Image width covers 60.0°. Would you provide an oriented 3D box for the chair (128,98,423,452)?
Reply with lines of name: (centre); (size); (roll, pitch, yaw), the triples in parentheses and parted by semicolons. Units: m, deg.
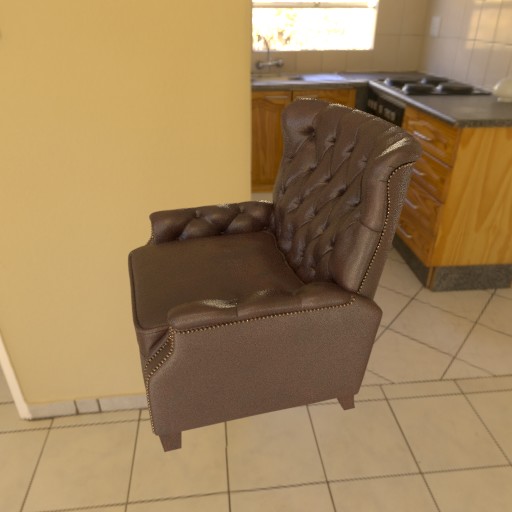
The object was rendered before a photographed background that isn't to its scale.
chair: (0.000, 0.000, 1.462); (0.823, 0.864, 0.709); (-8, 30, -14)
